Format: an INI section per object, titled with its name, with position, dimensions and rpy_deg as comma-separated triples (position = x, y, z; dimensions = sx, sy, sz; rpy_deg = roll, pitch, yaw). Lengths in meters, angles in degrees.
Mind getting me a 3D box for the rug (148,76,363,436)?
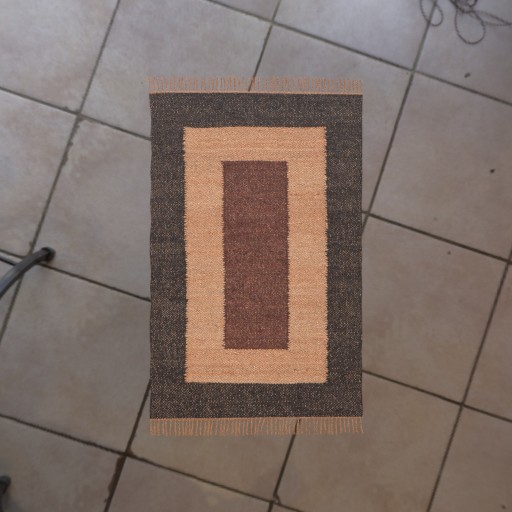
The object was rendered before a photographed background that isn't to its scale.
[rug]
position = 0.000, 0.000, 1.894
dimensions = 0.920, 0.013, 1.541
rpy_deg = 0, 90, -1
